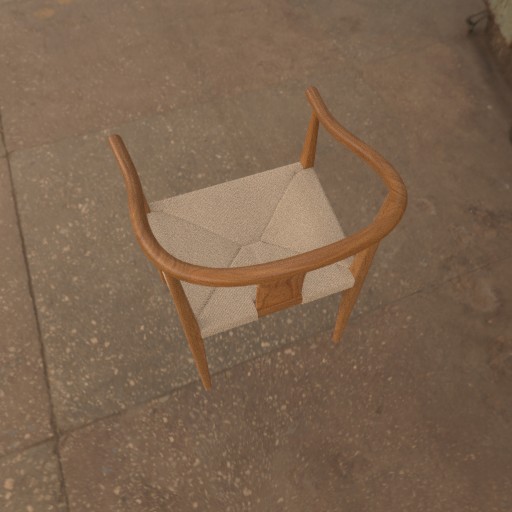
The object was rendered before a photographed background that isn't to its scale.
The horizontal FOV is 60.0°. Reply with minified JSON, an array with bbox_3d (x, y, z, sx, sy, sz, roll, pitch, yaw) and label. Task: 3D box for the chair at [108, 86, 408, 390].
[{"bbox_3d":[0.000,0.000,1.202,0.556,0.800,0.579,-17,59,-11],"label":"chair"}]
